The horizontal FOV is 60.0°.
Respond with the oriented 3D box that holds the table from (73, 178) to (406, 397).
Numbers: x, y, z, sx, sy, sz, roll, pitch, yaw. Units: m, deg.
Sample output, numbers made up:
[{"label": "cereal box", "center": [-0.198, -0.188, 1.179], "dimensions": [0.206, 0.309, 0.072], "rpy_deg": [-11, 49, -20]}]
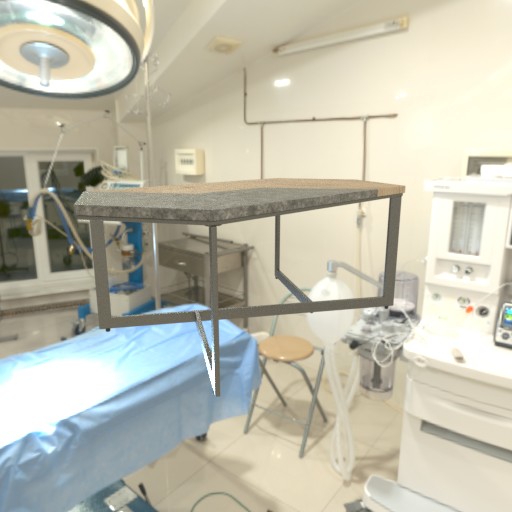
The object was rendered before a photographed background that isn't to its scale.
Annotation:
[{"label": "table", "center": [0.000, 0.000, 1.509], "dimensions": [0.609, 0.457, 1.219], "rpy_deg": [13, 19, 43]}]
